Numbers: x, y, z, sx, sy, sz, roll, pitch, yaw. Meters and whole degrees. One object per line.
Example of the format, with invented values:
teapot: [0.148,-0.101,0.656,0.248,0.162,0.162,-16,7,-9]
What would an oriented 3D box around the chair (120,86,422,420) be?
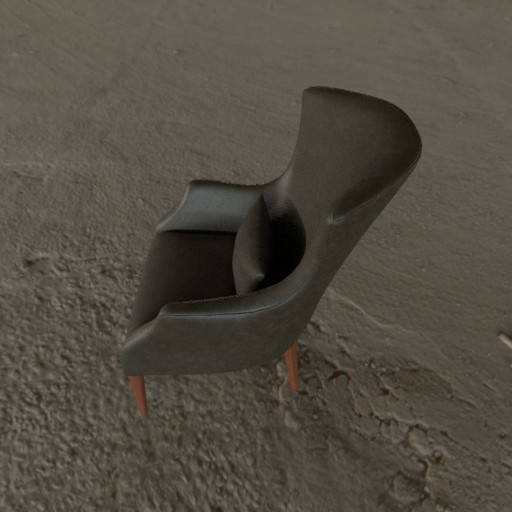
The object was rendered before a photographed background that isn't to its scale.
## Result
chair: [0.000,0.000,1.680,0.954,1.068,0.819,0,42,0]
